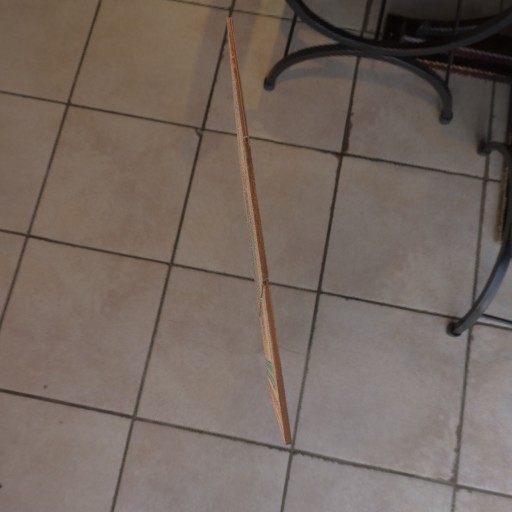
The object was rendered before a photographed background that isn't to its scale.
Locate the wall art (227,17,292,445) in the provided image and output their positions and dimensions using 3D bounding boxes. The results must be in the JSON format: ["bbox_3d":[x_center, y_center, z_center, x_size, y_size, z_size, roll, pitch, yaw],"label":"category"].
[{"bbox_3d":[0.000,0.000,1.353,0.013,0.914,0.915,-7,78,-2],"label":"wall art"}]
